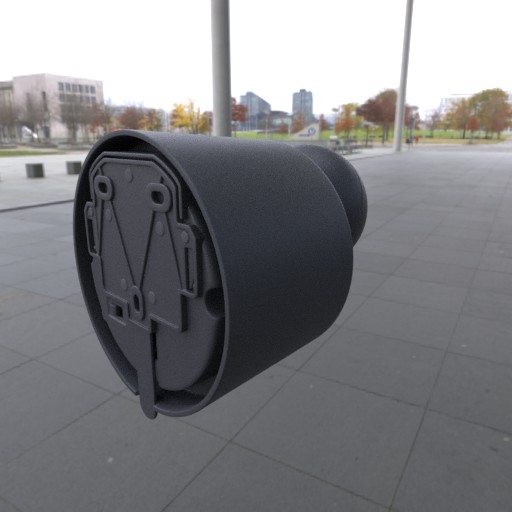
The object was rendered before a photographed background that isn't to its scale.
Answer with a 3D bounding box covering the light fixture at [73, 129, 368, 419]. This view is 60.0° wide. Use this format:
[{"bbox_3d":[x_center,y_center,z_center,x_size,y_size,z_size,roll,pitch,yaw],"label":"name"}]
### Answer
[{"bbox_3d":[0.000,0.000,0.262,0.160,0.143,0.134,-15,21,-43],"label":"light fixture"}]
